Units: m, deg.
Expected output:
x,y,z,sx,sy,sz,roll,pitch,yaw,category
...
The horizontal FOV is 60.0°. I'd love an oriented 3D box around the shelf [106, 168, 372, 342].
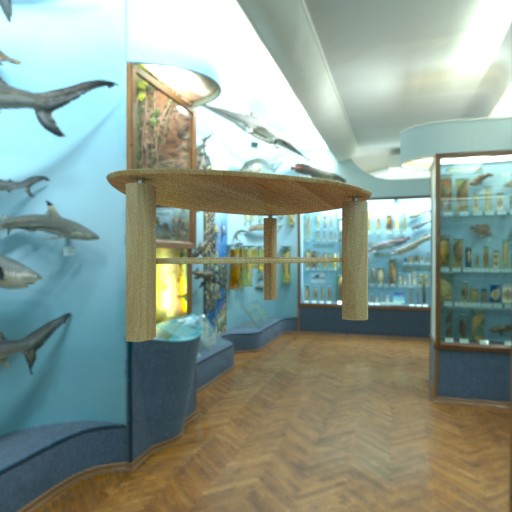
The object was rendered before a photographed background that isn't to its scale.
x,y,z,sx,sy,sz,roll,pitch,yaw,category
0.000,0.000,1.665,0.845,0.440,1.246,0,0,20,shelf
